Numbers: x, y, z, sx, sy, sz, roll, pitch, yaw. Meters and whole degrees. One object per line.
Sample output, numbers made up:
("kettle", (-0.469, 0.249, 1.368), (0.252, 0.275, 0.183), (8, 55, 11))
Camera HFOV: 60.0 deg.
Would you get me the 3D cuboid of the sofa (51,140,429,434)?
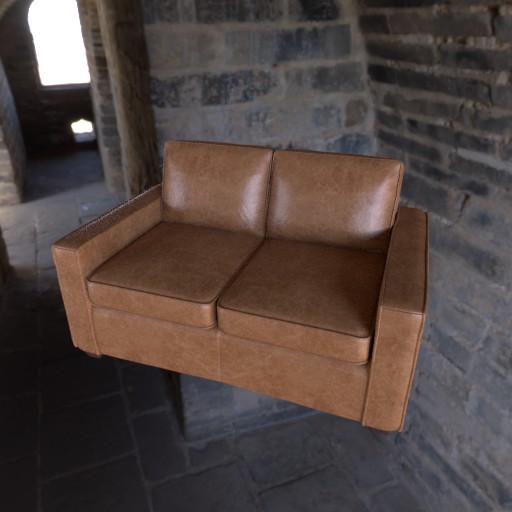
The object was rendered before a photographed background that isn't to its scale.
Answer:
("sofa", (0.000, 0.000, 2.120), (1.532, 0.896, 1.020), (9, 29, 17))
